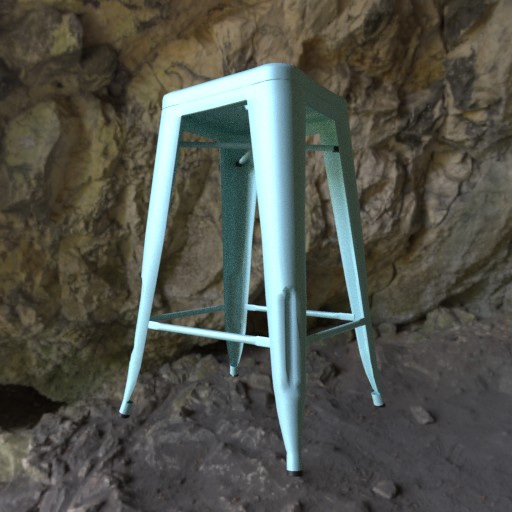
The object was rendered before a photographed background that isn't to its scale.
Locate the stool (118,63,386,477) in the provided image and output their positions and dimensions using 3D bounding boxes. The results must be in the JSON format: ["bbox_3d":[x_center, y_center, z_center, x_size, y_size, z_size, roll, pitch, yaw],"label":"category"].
[{"bbox_3d":[0.000,0.000,0.862,0.399,0.609,0.359,1,1,35],"label":"stool"}]
